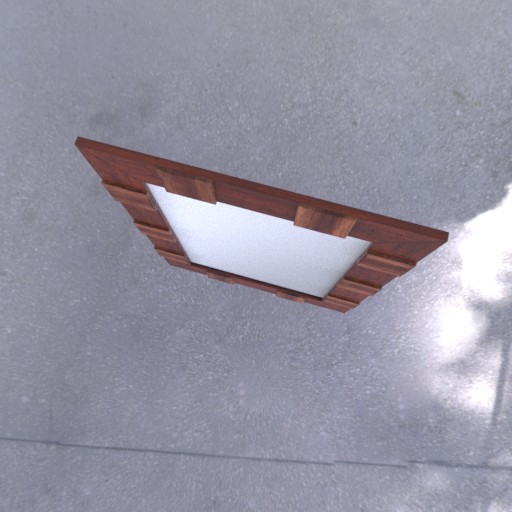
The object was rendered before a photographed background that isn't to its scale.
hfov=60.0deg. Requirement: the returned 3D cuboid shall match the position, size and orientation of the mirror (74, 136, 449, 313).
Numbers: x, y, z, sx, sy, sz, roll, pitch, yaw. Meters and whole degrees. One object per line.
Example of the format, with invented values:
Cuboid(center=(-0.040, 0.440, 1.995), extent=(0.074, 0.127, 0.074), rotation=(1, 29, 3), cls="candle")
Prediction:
Cuboid(center=(0.000, 0.000, 1.075), extent=(0.600, 0.805, 0.021), rotation=(15, 76, 4), cls="mirror")
